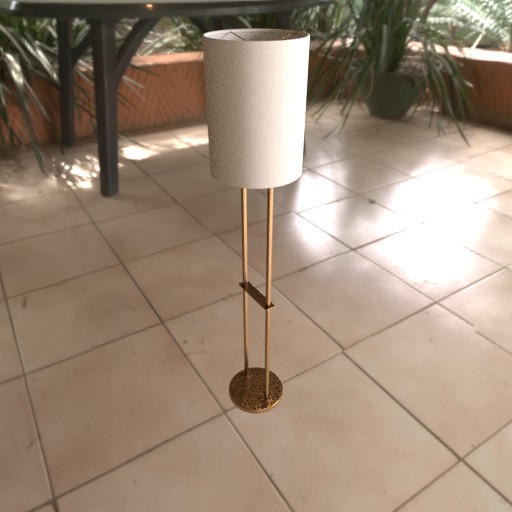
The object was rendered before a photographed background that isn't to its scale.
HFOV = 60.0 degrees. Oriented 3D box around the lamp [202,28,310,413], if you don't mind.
[{"bbox_3d":[0.000,0.000,1.667,0.305,1.500,0.306,-20,37,-28],"label":"lamp"}]
